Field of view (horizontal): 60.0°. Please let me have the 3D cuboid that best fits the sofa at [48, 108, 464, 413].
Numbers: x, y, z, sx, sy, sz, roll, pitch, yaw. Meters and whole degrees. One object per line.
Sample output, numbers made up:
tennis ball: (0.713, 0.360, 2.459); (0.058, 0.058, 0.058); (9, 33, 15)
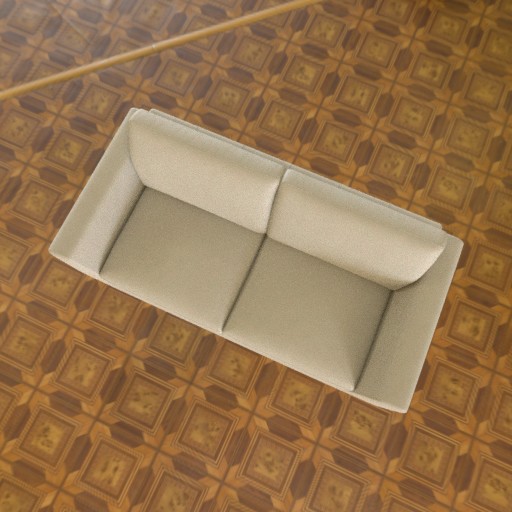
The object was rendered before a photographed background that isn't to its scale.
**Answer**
sofa: (0.000, 0.000, 2.496); (2.017, 0.875, 0.953); (23, 76, 6)
